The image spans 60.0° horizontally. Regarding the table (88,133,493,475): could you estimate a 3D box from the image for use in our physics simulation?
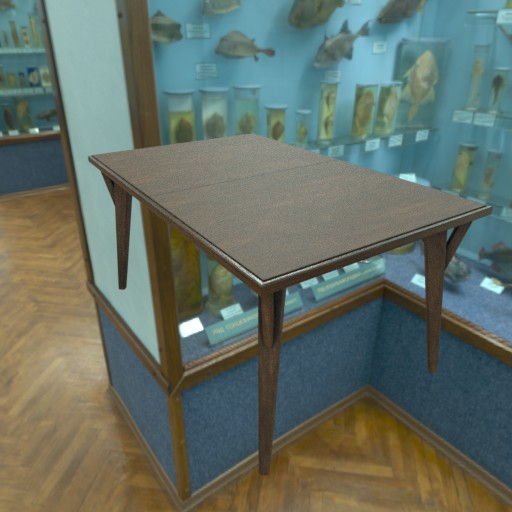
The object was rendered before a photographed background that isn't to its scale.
[{"bbox_3d":[0.000,0.000,2.048,0.990,0.761,1.524,-17,31,-30],"label":"table"}]
